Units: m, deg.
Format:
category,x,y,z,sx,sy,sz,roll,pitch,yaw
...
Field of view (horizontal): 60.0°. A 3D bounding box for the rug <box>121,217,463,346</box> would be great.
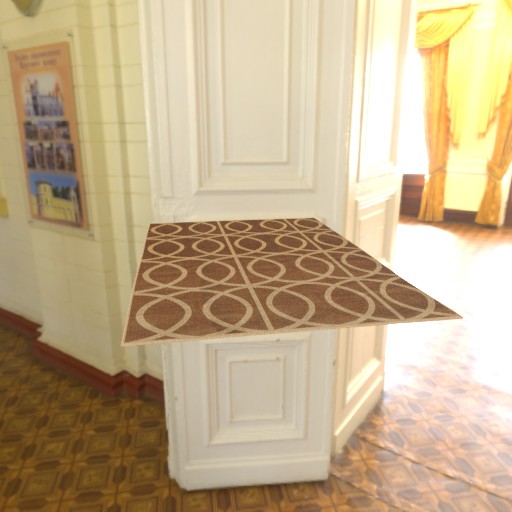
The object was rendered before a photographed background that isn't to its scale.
category,x,y,z,sx,sy,sz,roll,pitch,yaw
rug,0.000,0.000,2.980,1.528,0.014,2.294,-3,17,-10
